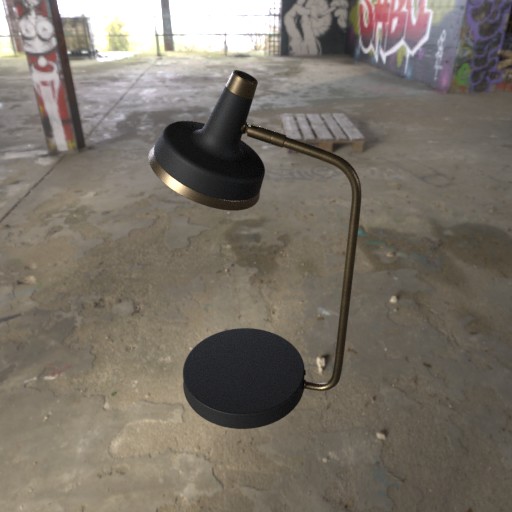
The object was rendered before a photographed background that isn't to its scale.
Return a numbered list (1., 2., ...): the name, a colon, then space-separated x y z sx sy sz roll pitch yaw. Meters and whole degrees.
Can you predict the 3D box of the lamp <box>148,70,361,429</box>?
1. lamp: 0.000 0.000 0.495 0.218 0.385 0.162 8 30 13
